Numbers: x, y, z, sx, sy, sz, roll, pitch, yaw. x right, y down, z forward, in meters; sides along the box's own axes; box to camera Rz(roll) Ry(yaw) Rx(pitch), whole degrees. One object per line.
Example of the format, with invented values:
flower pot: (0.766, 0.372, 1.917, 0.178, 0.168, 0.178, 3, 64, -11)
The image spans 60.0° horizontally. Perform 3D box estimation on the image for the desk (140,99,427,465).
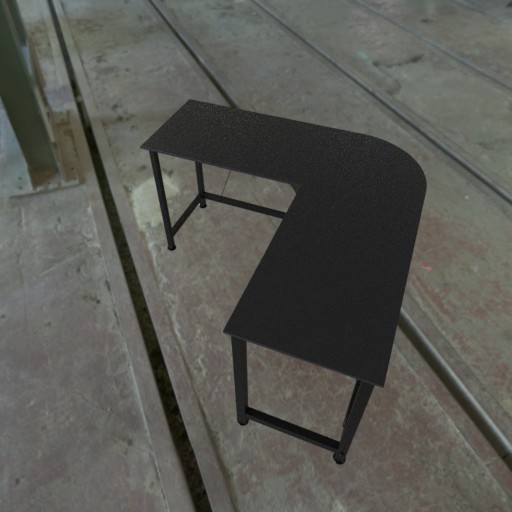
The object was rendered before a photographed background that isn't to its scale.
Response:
desk: (0.000, 0.000, 2.253, 1.400, 0.762, 1.400, 16, 49, 15)
